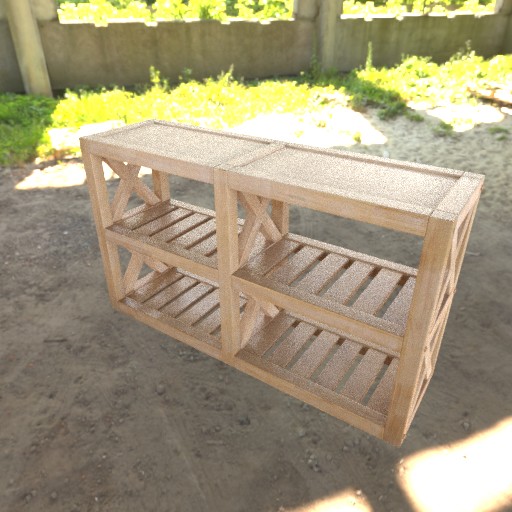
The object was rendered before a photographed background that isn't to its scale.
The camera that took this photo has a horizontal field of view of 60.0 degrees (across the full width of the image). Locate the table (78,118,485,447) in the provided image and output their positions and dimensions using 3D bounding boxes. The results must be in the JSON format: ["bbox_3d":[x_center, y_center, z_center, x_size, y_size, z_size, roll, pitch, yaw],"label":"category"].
[{"bbox_3d":[0.000,0.000,1.621,1.320,0.762,0.381,18,34,29],"label":"table"}]
